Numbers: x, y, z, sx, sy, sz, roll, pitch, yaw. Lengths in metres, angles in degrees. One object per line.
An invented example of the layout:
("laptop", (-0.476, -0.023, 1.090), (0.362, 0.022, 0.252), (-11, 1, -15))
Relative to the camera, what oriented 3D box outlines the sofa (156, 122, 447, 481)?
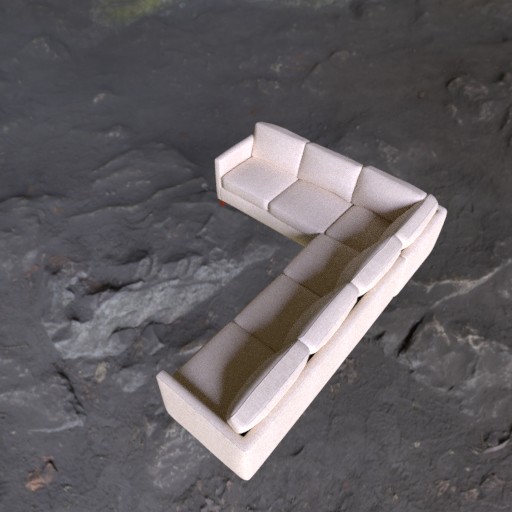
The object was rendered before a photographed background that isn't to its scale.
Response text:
("sofa", (0.000, 0.000, 4.543), (2.593, 0.947, 3.302), (31, 54, 26))
